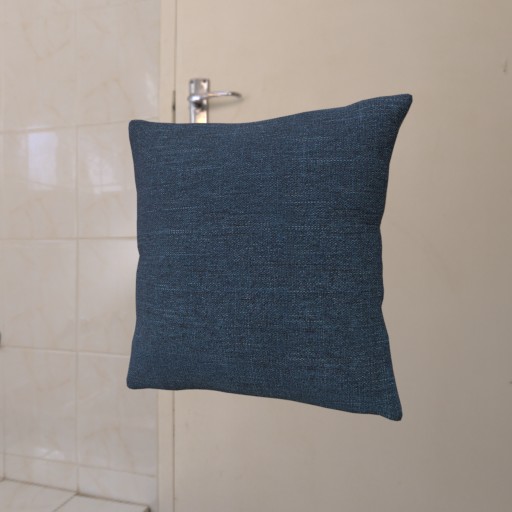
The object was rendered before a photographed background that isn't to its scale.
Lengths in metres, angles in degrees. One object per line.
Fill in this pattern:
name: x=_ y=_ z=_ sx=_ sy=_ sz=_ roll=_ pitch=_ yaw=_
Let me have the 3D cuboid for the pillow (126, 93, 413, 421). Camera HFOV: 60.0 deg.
pillow: x=0.000 y=0.000 z=0.655 sx=0.435 sy=0.435 sz=0.159 roll=0 pitch=0 yaw=18
